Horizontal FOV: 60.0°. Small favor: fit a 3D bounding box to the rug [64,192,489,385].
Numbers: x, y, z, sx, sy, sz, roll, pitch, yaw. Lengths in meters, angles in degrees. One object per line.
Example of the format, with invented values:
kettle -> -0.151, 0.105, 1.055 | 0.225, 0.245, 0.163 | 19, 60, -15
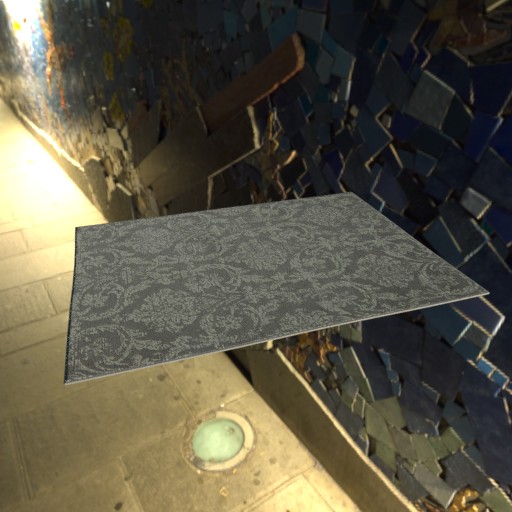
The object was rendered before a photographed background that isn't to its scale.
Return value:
rug -> 0.000, 0.000, 2.806 | 2.206, 0.014, 1.578 | -9, 31, -15
